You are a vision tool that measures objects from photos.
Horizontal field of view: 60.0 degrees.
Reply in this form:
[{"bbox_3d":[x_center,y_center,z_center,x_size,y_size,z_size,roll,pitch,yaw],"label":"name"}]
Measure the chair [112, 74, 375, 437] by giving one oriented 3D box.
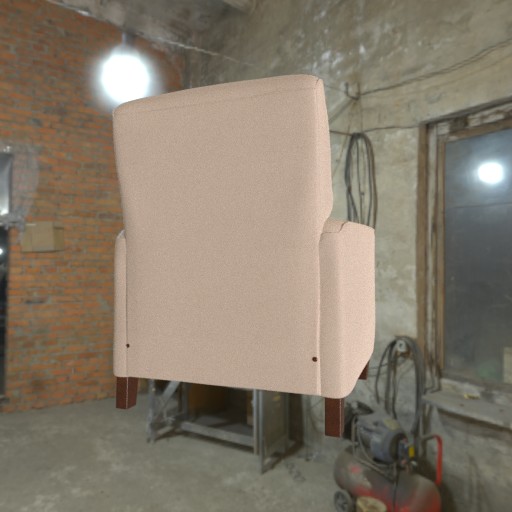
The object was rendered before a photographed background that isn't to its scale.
[{"bbox_3d":[0.000,0.000,1.682,0.841,1.028,0.858,0,-1,20],"label":"chair"}]
